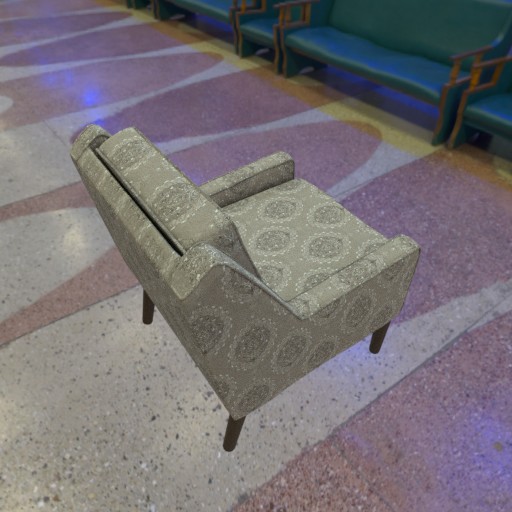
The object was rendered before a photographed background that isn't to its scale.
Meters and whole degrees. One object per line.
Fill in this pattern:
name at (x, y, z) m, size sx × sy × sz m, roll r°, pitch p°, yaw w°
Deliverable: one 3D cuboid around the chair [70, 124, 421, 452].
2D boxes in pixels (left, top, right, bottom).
chair at (0.000, 0.000, 1.343) m, size 0.750 × 0.797 × 0.665 m, roll -25°, pitch 48°, yaw -25°
